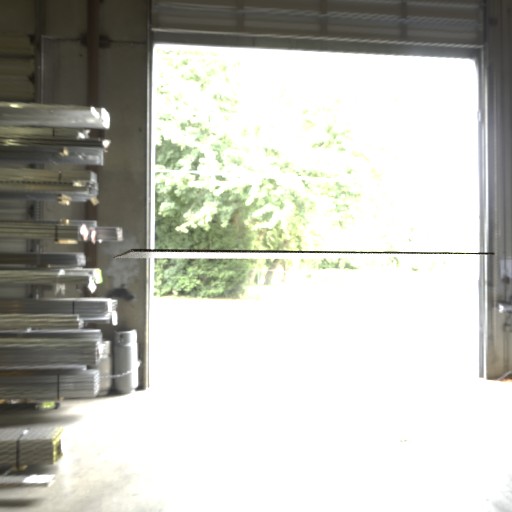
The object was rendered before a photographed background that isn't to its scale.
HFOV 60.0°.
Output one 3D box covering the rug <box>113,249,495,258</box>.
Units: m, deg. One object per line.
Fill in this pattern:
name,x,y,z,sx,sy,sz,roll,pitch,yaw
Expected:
rug,0.000,0.000,3.907,2.315,0.015,2.932,0,-1,-19
